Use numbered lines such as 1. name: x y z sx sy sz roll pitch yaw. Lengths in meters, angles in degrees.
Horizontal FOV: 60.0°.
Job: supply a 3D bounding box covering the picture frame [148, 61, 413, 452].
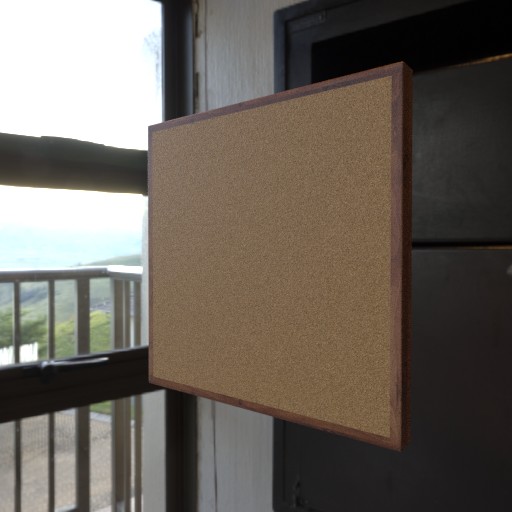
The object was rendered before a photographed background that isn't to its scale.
1. picture frame: 0.000 0.000 0.518 0.352 0.356 0.028 1 1 37
